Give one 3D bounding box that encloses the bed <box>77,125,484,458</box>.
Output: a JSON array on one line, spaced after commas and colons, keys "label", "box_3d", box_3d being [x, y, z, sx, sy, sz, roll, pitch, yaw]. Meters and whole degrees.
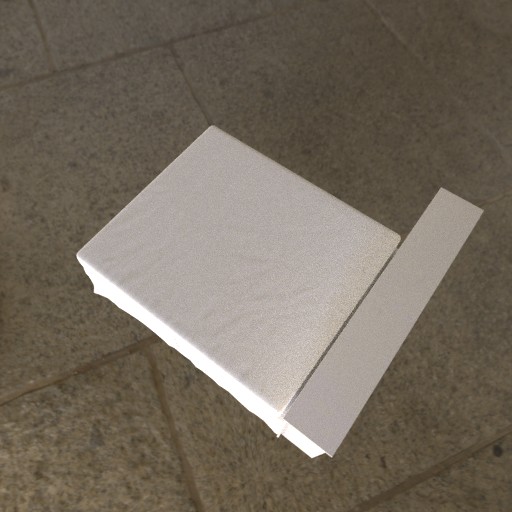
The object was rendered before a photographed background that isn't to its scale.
[{"label": "bed", "box_3d": [0.000, 0.000, 3.105, 2.133, 1.092, 1.671, 34, 68, 16]}]
